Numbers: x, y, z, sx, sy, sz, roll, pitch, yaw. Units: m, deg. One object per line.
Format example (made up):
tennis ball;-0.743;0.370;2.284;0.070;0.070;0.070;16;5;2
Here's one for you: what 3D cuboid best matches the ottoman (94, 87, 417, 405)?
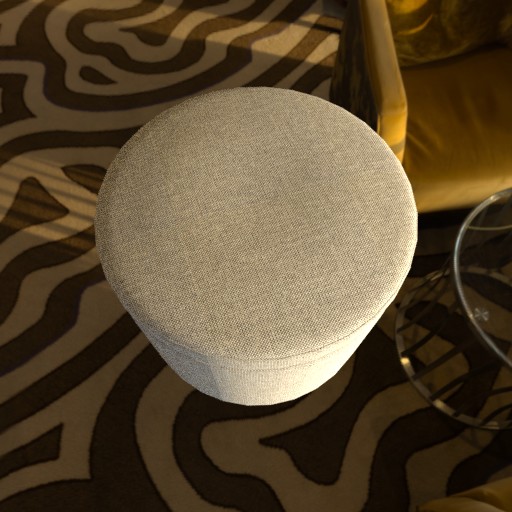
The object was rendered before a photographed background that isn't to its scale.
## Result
ottoman;0.000;0.000;0.853;0.500;0.419;0.500;0;63;0
